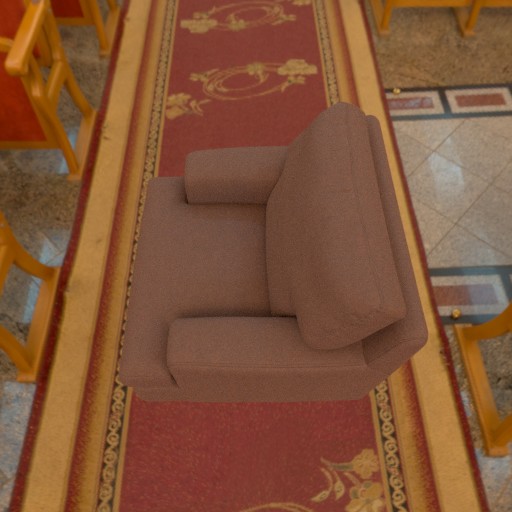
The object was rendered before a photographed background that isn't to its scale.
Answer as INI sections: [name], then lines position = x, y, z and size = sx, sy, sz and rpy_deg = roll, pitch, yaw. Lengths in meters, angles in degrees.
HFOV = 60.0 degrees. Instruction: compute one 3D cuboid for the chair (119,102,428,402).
[chair]
position = 0.000, 0.000, 2.014
size = 1.143, 0.940, 1.168
rpy_deg = -1, 58, 0
